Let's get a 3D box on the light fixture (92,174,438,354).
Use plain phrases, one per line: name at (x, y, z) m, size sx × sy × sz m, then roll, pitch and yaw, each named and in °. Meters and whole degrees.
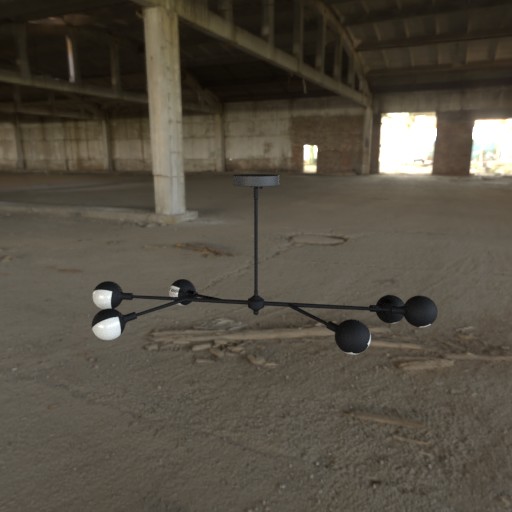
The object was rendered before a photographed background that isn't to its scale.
light fixture at (0.000, 0.000, 1.008) m, size 0.778 × 0.362 × 0.434 m, roll 6°, pitch 15°, yaw 24°
